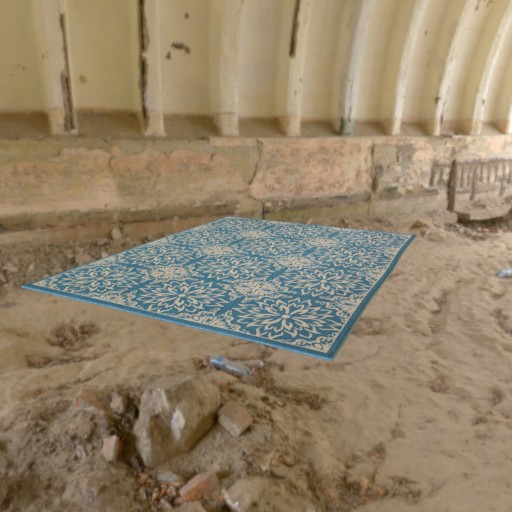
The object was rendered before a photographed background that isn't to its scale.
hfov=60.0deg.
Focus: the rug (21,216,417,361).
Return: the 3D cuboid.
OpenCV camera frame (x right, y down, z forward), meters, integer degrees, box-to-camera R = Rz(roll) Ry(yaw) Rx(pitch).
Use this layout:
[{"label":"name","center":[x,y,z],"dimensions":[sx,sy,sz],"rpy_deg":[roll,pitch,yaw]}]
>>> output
[{"label":"rug","center":[0.000,0.000,3.965],"dimensions":[2.350,0.018,2.964],"rpy_deg":[8,18,26]}]
